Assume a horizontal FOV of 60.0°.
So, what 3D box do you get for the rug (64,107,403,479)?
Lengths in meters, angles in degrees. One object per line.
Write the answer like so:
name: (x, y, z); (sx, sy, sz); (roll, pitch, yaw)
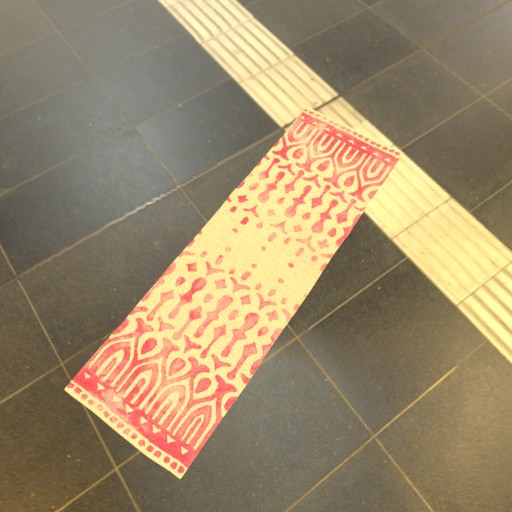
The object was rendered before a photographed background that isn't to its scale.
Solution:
rug: (0.000, 0.000, 2.700); (0.787, 0.011, 2.458); (32, 68, 15)
